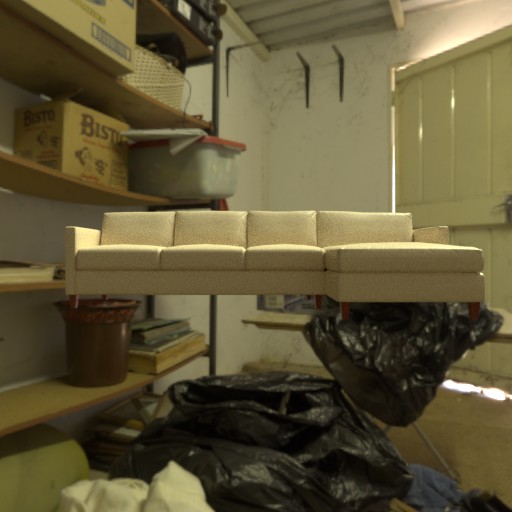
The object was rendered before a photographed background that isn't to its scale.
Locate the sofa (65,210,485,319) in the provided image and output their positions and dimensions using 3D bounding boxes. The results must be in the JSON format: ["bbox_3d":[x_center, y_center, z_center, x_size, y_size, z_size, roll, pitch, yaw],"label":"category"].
[{"bbox_3d":[0.000,0.000,4.112,3.471,0.954,1.603,0,0,1],"label":"sofa"}]
